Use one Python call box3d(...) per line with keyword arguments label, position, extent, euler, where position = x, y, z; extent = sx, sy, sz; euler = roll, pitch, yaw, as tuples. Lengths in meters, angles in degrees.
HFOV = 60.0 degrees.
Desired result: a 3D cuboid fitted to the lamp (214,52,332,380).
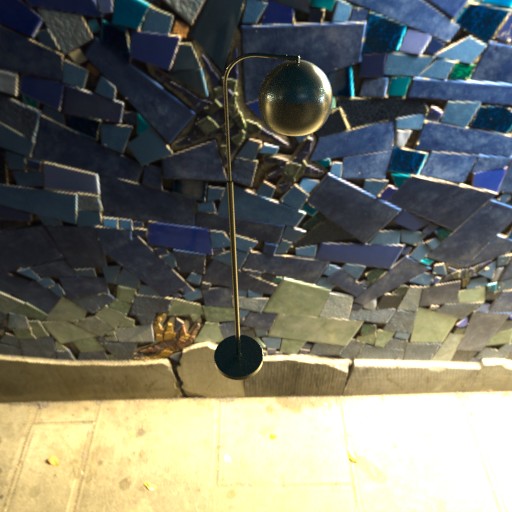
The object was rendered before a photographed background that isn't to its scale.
box3d(label="lamp", position=(0.000, 0.000, 1.712), extent=(0.431, 1.526, 0.250), euler=(10, 46, 10))
